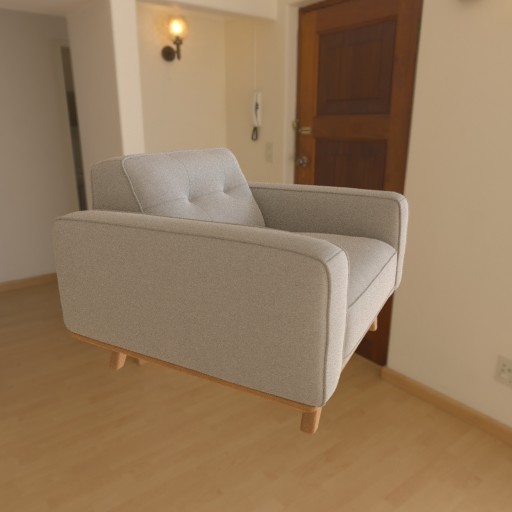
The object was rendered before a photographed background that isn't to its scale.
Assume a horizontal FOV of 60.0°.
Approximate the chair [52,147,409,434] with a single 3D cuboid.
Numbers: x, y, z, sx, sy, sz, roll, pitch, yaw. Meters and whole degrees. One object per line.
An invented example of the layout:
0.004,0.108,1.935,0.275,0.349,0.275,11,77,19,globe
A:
0.000,0.000,1.709,0.953,0.779,1.115,8,18,26,chair
